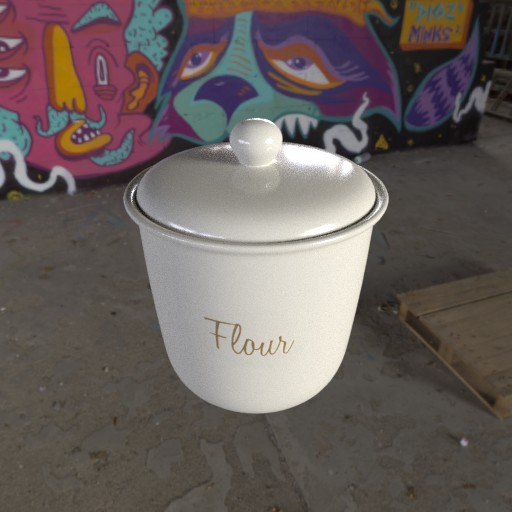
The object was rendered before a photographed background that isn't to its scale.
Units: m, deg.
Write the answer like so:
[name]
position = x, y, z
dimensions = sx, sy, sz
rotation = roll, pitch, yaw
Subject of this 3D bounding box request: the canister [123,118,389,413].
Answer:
[canister]
position = 0.000, 0.000, 0.343
dimensions = 0.182, 0.208, 0.182
rotation = 0, 31, 0
